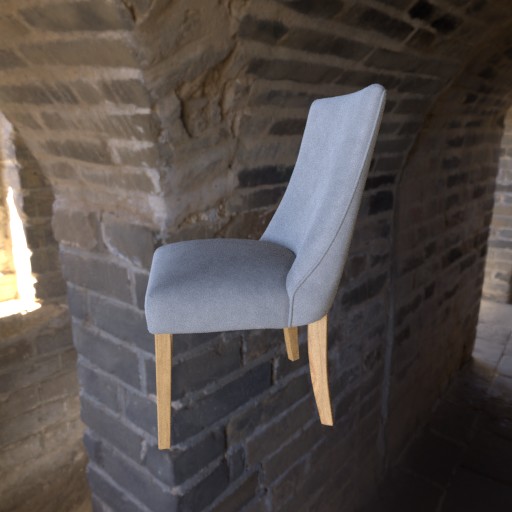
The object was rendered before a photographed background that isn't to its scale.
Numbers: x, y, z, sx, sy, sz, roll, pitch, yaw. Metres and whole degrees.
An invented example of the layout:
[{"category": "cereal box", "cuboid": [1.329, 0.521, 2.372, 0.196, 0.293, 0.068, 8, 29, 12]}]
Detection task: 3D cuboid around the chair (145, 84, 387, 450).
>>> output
[{"category": "chair", "cuboid": [0.000, 0.000, 1.286, 0.610, 0.902, 0.495, -3, 15, -9]}]
